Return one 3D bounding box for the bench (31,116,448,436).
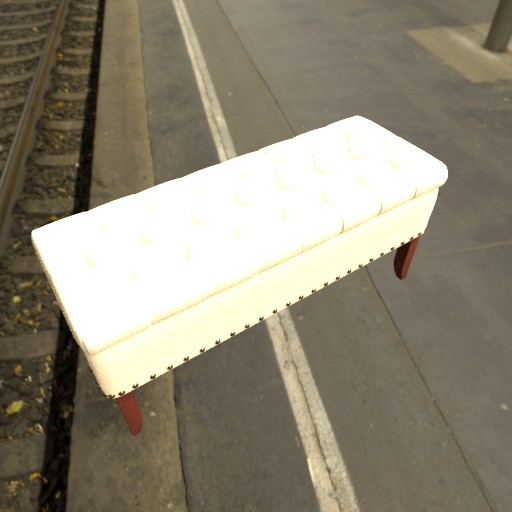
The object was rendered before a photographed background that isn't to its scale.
[{"bbox_3d":[0.000,0.000,1.290,1.054,0.470,0.400,-25,50,-23],"label":"bench"}]
